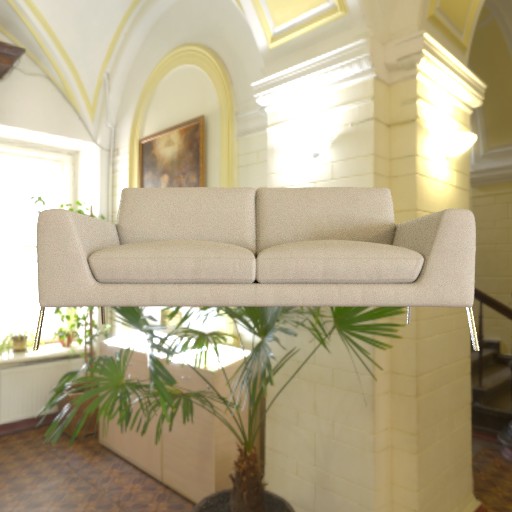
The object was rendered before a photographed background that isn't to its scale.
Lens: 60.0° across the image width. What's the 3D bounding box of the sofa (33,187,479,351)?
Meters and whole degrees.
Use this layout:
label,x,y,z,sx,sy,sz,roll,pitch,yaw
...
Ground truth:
label,x,y,z,sx,sy,sz,roll,pitch,yaw
sofa,0.000,0.000,2.465,2.017,0.875,0.953,0,-1,0
